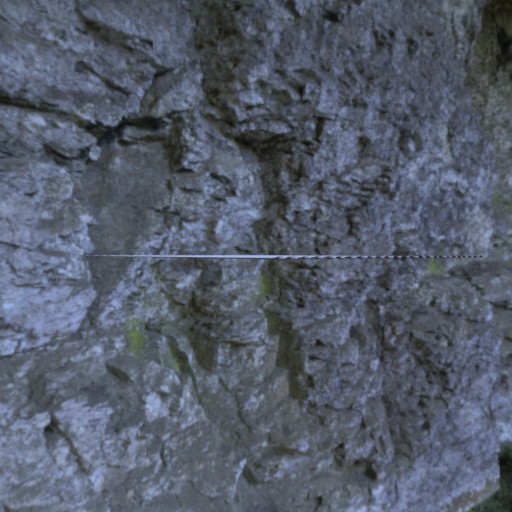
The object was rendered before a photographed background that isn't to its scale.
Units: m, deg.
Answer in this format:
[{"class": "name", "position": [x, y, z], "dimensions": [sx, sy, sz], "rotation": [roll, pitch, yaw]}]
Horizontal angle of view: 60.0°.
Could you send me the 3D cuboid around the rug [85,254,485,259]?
[{"class": "rug", "position": [0.000, 0.000, 3.869], "dimensions": [2.030, 0.017, 3.040], "rotation": [0, 0, -37]}]
